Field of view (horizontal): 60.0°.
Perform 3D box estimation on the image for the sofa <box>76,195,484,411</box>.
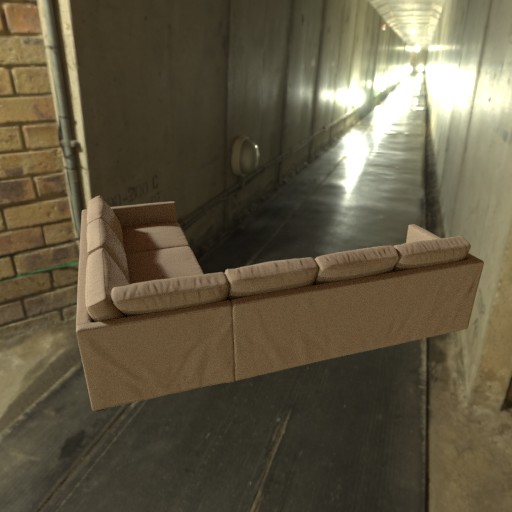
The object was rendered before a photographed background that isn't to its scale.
[{"bbox_3d":[0.000,0.000,4.335,3.182,0.871,2.432,-8,26,-17],"label":"sofa"}]
